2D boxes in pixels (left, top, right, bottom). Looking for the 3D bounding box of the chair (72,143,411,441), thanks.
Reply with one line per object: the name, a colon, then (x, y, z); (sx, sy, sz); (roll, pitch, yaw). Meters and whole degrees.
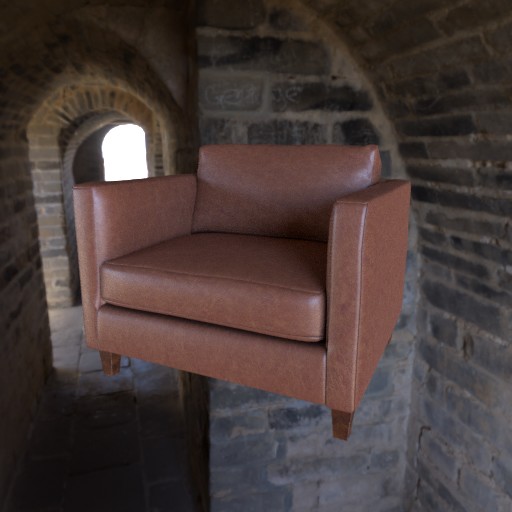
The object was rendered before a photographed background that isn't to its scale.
chair: (0.000, 0.000, 1.844); (1.107, 0.917, 0.959); (6, 15, 25)
